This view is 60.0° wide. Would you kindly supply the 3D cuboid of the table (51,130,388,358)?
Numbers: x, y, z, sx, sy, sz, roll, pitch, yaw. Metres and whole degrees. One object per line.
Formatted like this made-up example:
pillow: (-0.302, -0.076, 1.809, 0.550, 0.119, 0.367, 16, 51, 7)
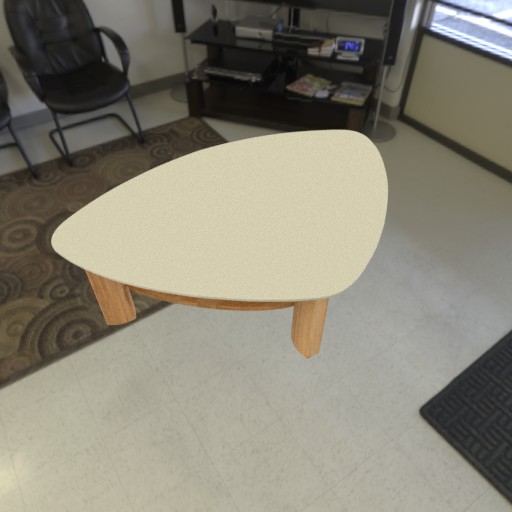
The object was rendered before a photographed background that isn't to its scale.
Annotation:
table: (0.000, 0.000, 1.637, 1.250, 0.440, 0.850, -23, 50, -21)
